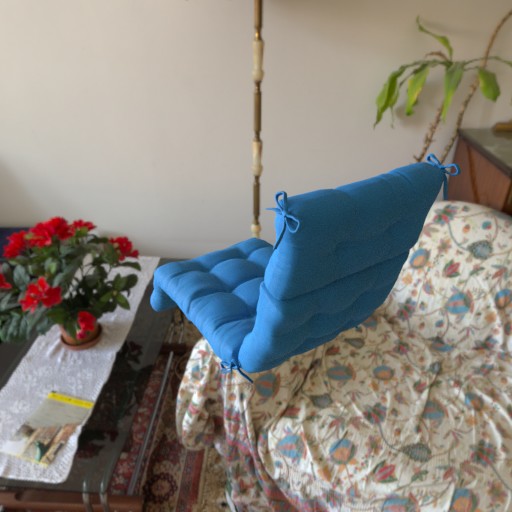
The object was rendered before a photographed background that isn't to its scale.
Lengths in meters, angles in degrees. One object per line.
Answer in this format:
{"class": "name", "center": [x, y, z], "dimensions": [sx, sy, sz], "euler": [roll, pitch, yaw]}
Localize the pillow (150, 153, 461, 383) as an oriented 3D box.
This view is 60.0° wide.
{"class": "pillow", "center": [0.000, 0.000, 1.499], "dimensions": [0.526, 0.863, 1.016], "euler": [-19, 35, -28]}
